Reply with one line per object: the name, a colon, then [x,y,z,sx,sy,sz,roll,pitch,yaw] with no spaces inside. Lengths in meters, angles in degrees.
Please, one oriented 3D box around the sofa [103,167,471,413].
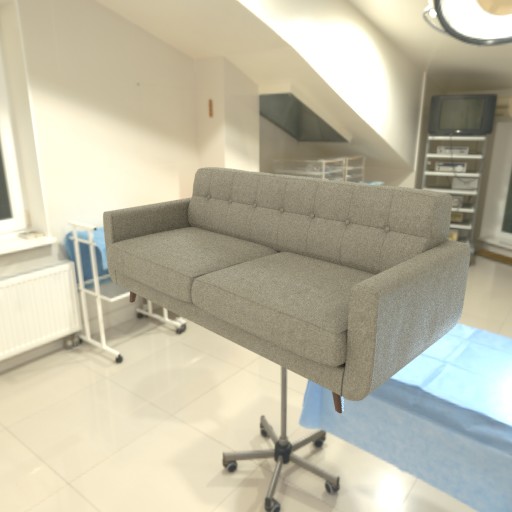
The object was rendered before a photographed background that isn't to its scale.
sofa: [0.000,0.000,2.592,2.055,0.873,0.968,16,23,42]
